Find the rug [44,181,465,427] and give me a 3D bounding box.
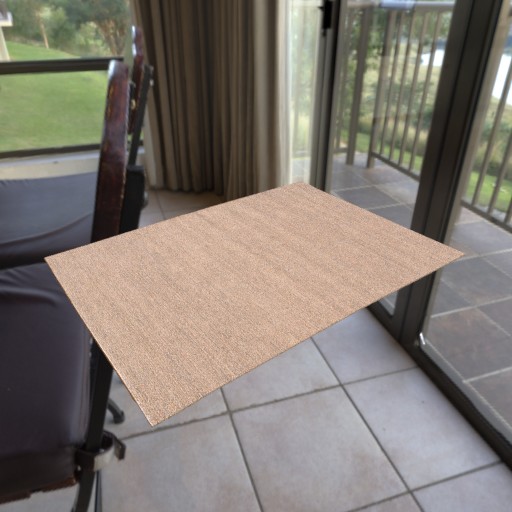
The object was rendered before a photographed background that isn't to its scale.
[{"bbox_3d":[0.000,0.000,2.916,2.264,0.030,1.624,-21,37,-31],"label":"rug"}]
